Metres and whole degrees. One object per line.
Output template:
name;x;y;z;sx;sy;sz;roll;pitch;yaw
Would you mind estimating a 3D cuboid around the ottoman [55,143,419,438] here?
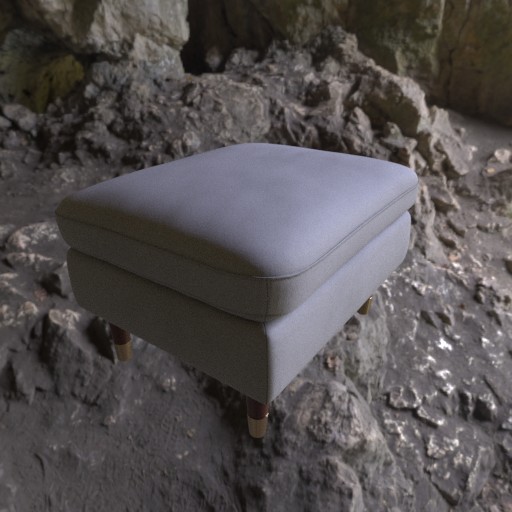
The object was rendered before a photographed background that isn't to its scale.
ottoman;0.000;0.000;1.131;0.593;0.478;0.747;17;31;31
